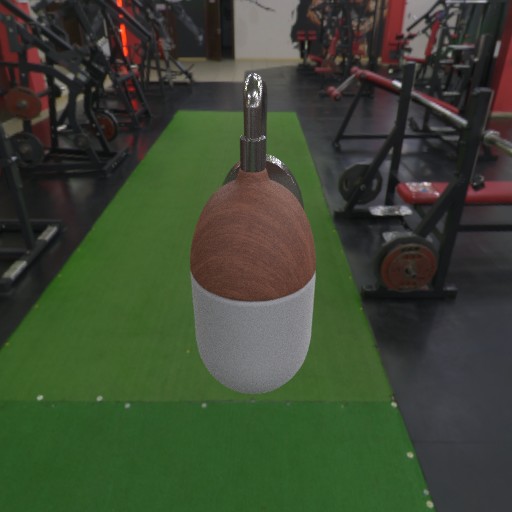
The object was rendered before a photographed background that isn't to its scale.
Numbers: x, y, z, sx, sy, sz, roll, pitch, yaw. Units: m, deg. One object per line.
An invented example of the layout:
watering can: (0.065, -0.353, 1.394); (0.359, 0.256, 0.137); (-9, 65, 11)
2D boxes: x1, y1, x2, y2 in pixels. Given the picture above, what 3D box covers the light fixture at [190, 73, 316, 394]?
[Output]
light fixture: (0.000, 0.000, 0.436); (0.108, 0.343, 0.216); (1, 30, 2)
